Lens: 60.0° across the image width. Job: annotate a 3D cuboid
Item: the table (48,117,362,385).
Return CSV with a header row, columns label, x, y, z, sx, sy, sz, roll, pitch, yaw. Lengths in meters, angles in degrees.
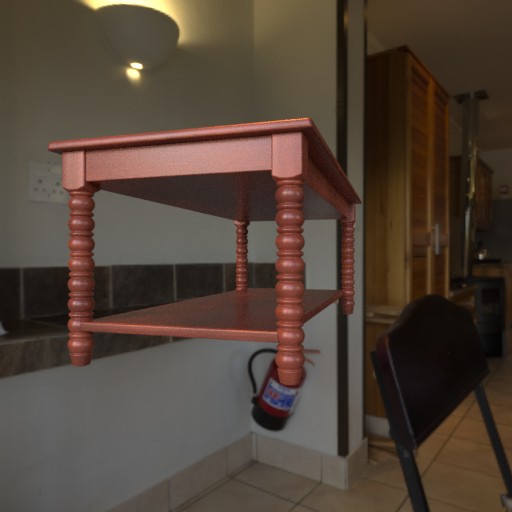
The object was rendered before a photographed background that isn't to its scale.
label,x,y,z,sx,sy,sz,roll,pitch,yaw
table,0.000,0.000,1.418,0.580,0.485,1.171,0,0,17
